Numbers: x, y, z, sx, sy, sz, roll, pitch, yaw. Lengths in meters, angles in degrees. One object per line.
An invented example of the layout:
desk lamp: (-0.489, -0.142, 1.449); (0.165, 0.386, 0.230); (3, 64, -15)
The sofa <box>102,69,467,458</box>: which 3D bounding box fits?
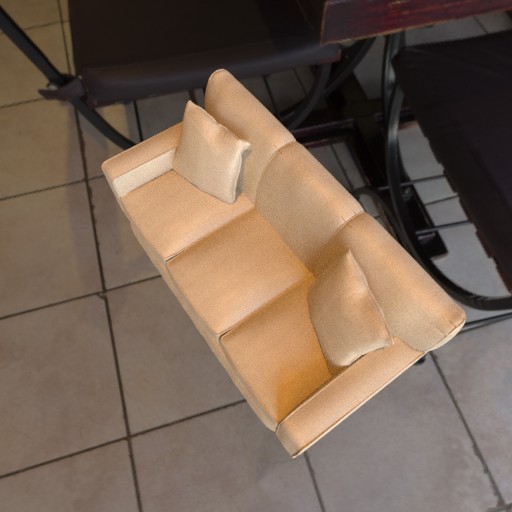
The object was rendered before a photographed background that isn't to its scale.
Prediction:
sofa: (0.000, 0.000, 2.616); (0.997, 0.958, 2.024); (-32, 67, -15)
